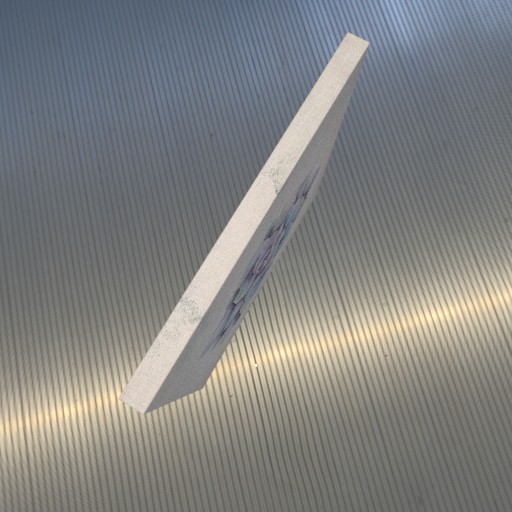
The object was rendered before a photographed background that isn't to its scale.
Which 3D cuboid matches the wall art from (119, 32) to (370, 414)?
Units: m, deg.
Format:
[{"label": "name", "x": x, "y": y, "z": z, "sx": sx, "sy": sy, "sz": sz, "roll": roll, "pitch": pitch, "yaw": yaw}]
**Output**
[{"label": "wall art", "x": 0.000, "y": 0.000, "z": 0.900, "sx": 0.040, "sy": 0.612, "sz": 0.612, "roll": 29, "pitch": 78, "yaw": 7}]
